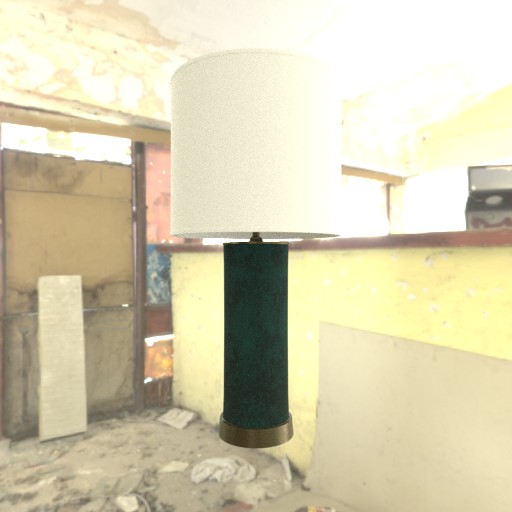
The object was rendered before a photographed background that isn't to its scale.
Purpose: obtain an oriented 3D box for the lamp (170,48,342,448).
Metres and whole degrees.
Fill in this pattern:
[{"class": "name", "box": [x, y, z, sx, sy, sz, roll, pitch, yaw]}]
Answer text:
[{"class": "lamp", "box": [0.000, 0.000, 0.792, 0.301, 0.630, 0.301, 0, 0, -18]}]
